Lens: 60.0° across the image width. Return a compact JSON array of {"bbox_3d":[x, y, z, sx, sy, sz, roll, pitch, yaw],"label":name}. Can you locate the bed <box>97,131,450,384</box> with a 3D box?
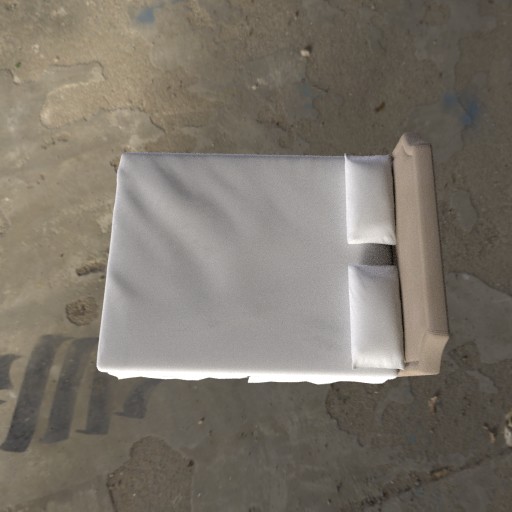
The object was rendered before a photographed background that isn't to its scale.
[{"bbox_3d":[0.000,0.000,3.588,2.498,1.293,1.977,1,74,0],"label":"bed"}]
